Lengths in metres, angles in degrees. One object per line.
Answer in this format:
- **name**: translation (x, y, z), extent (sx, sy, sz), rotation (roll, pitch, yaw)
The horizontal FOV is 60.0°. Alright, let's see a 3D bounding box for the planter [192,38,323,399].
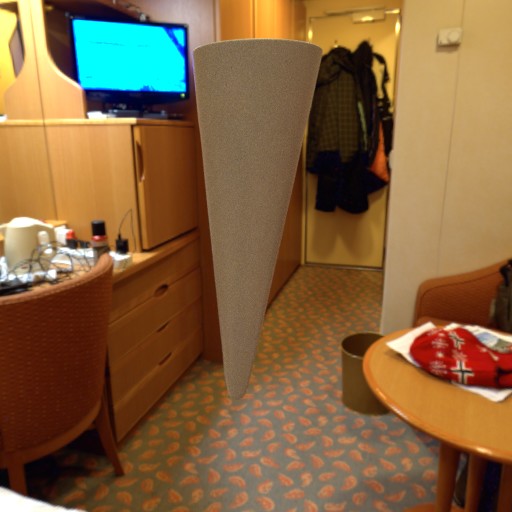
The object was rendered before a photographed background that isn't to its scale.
- **planter**: translation (0.000, 0.000, 0.226), extent (0.057, 0.191, 0.064), rotation (-8, 17, -28)
